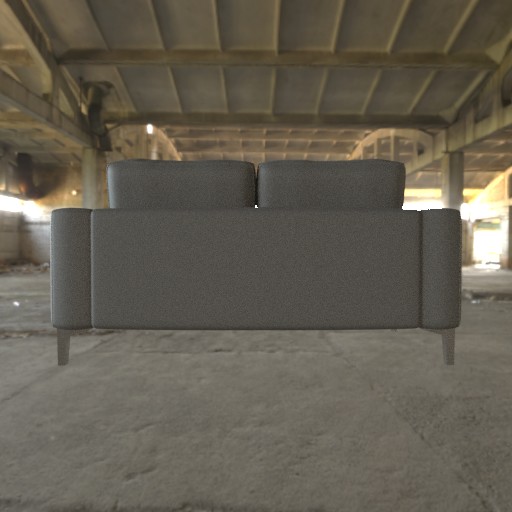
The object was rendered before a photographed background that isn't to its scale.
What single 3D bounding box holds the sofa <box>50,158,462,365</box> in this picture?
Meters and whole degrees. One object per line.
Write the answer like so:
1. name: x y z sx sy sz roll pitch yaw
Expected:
1. sofa: 0.000 0.000 2.214 1.726 0.893 0.833 0 1 0
